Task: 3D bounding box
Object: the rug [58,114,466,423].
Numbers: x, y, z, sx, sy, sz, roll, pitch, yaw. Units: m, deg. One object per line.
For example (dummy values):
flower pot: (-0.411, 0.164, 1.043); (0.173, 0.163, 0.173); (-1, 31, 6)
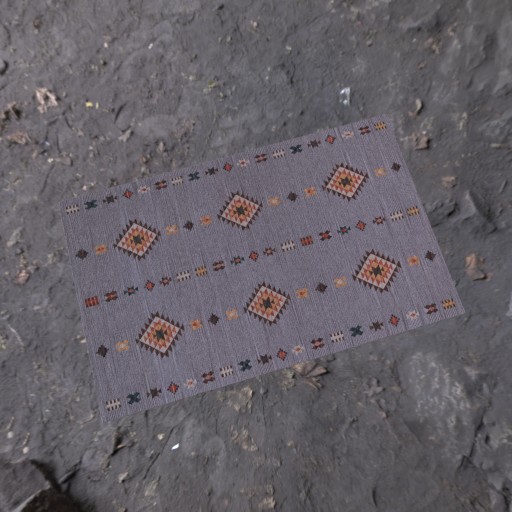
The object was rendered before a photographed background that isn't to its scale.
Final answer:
rug: (0.000, 0.000, 2.997); (2.427, 0.007, 1.515); (-16, 77, -4)
